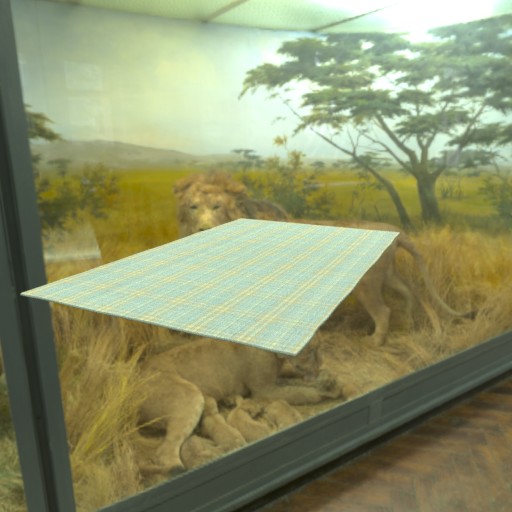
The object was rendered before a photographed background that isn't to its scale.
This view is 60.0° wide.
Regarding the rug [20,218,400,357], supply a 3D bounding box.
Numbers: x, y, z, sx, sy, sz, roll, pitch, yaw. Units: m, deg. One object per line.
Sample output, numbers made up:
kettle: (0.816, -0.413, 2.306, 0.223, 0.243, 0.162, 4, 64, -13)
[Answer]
rug: (0.000, 0.000, 3.045, 1.545, 0.016, 2.460, 7, 17, 25)
